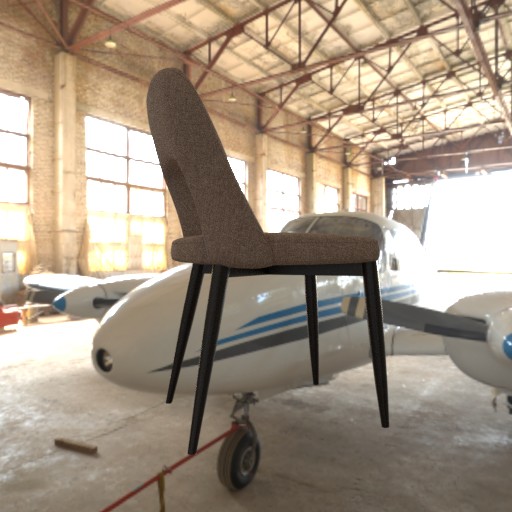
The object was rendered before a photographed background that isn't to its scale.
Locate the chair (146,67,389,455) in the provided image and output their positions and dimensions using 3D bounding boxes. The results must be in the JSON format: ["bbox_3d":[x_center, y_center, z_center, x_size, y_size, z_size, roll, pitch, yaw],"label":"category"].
[{"bbox_3d":[0.000,0.000,1.286,0.612,0.931,0.470,0,0,-19],"label":"chair"}]
